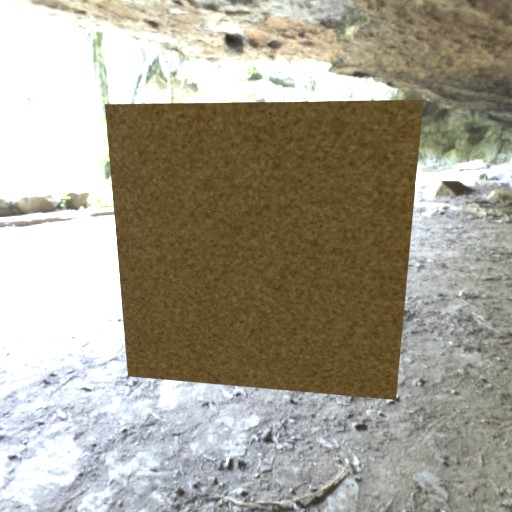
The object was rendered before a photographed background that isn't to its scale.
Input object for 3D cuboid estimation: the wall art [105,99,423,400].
[{"bbox_3d":[0.000,0.000,0.677,0.446,0.445,0.014,2,15,9],"label":"wall art"}]
